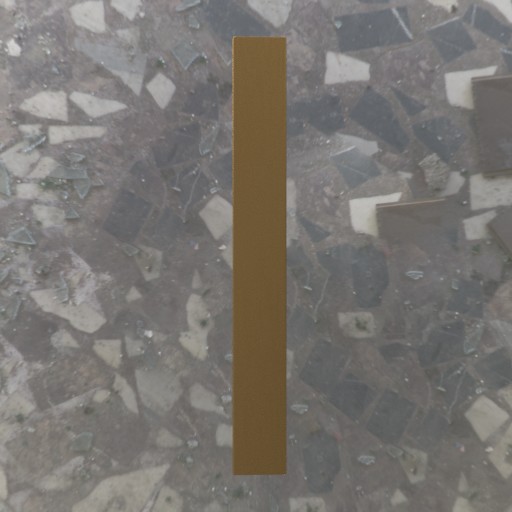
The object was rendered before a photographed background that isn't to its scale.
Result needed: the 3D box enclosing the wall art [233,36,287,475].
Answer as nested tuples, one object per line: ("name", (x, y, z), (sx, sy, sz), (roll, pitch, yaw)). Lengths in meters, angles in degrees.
("wall art", (0.000, 0.000, 0.460), (0.037, 0.305, 0.305), (0, 90, -1))
